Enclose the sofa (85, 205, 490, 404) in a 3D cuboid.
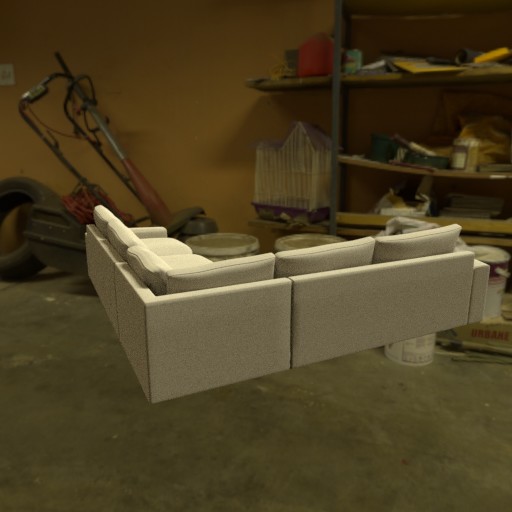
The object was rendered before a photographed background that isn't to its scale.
[{"bbox_3d":[0.000,0.000,4.689,3.066,0.918,3.206,-7,15,-26],"label":"sofa"}]
